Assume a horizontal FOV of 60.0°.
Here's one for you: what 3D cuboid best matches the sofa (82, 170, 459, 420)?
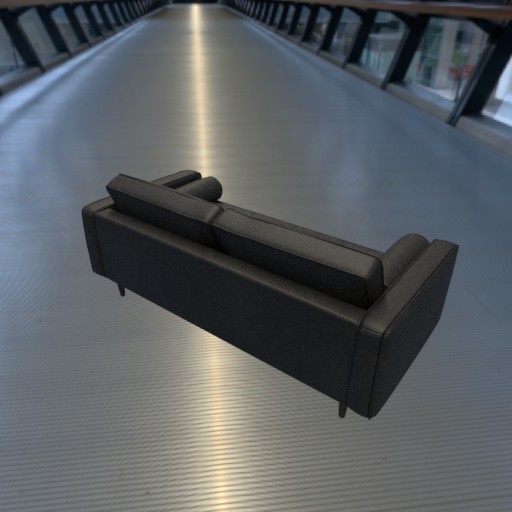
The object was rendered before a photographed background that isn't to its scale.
[{"bbox_3d":[0.000,0.000,2.441,1.879,0.770,0.921,21,36,32],"label":"sofa"}]
